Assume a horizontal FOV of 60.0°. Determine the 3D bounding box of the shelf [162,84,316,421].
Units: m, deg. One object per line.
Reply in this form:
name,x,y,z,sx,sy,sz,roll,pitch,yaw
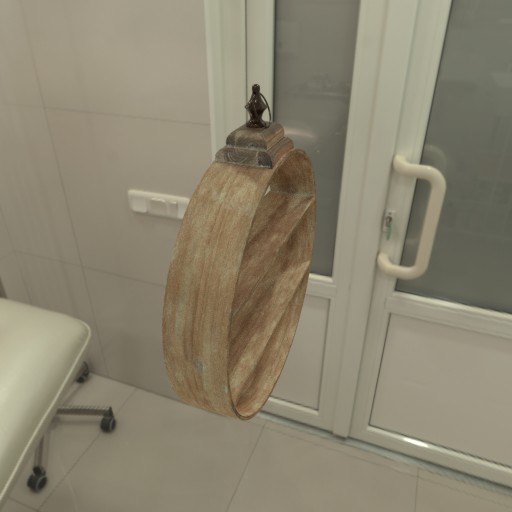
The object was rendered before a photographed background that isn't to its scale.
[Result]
shelf,0.000,0.000,0.988,0.125,0.725,0.601,11,33,18
